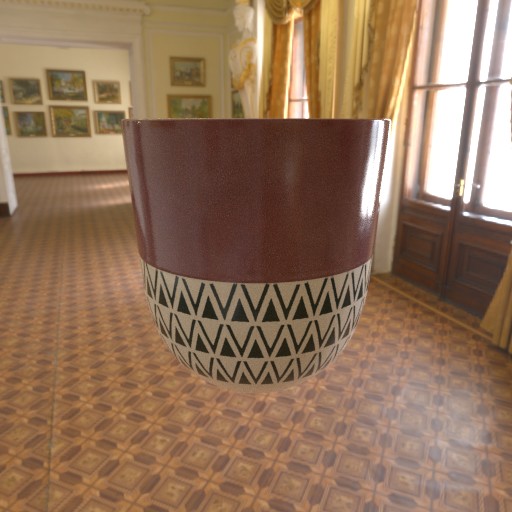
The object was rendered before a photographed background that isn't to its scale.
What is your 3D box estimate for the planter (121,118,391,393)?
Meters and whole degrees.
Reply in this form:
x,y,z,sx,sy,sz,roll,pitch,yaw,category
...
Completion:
x,y,z,sx,sy,sz,roll,pitch,yaw,category
0.000,0.000,0.363,0.195,0.214,0.195,0,17,0,planter
